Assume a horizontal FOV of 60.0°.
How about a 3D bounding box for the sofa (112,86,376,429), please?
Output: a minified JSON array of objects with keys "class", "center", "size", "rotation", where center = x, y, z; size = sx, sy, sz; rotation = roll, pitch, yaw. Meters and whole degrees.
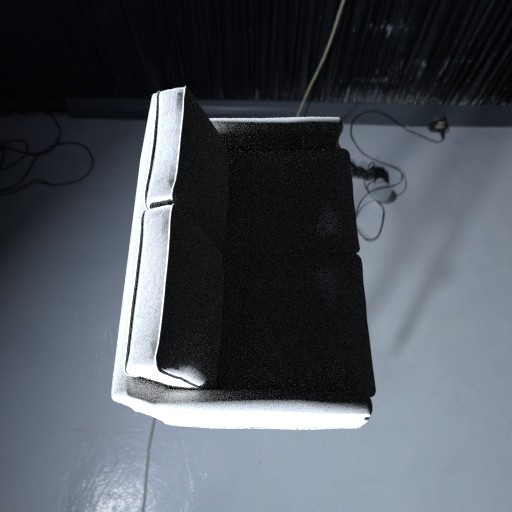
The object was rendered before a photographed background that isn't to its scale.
[{"class":"sofa","center":[0.000,0.000,2.254],"size":[1.084,1.003,1.597],"rotation":[0,65,0]}]
